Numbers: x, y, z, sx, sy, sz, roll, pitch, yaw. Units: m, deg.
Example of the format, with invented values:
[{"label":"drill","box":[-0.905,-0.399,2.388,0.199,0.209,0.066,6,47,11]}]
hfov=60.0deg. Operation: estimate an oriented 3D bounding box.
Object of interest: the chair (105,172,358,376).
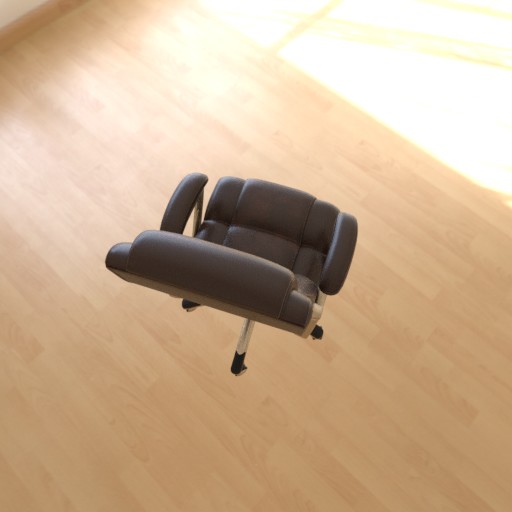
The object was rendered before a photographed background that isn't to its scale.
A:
[{"label":"chair","box":[0.000,0.000,1.637,0.692,1.194,0.749,16,66,8]}]
